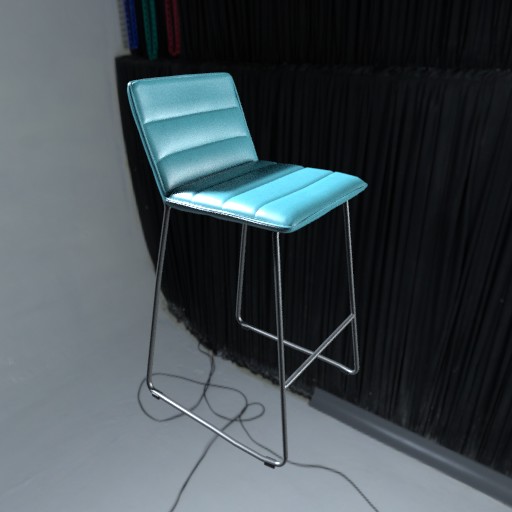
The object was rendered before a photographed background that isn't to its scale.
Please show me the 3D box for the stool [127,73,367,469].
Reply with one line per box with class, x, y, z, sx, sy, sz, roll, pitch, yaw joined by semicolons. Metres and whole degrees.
stool;0.000;0.000;1.260;0.524;0.936;0.489;18;31;32
